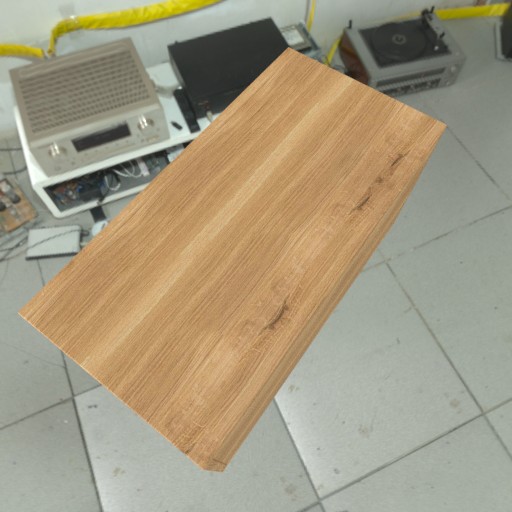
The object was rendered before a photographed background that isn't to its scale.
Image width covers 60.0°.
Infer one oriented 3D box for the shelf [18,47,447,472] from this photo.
[{"bbox_3d":[0.000,0.000,1.007,0.400,0.400,0.800,33,68,15],"label":"shelf"}]
